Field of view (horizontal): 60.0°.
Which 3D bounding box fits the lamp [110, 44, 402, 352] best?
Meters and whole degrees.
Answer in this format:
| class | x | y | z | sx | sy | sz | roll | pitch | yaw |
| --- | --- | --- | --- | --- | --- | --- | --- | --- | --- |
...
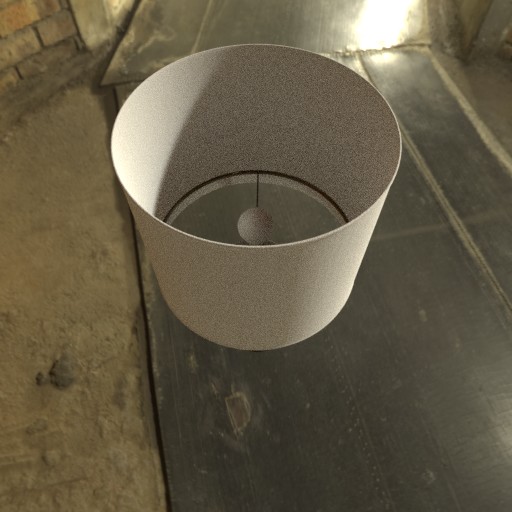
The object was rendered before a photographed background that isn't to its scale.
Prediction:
| class | x | y | z | sx | sy | sz | roll | pitch | yaw |
| --- | --- | --- | --- | --- | --- | --- | --- | --- | --- |
| lamp | 0.000 | 0.000 | 0.513 | 0.229 | 0.380 | 0.229 | 0 | 58 | 0 |
